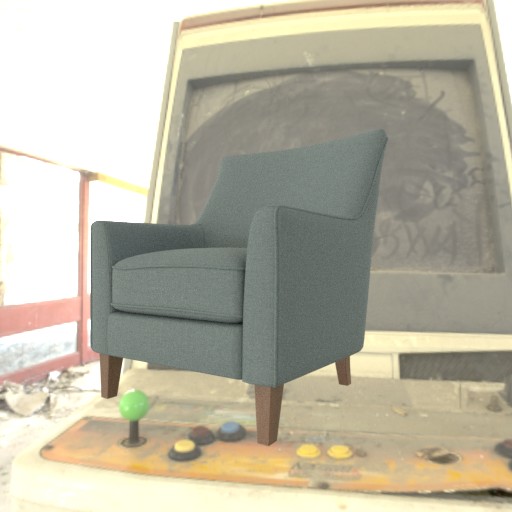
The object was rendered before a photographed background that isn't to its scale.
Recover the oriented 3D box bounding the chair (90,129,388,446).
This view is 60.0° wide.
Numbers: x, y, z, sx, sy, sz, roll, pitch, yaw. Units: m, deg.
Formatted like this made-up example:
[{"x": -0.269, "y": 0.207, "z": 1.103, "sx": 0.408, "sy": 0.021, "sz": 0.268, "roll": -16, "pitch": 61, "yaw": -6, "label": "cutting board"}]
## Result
[{"x": 0.000, "y": 0.000, "z": 1.575, "sx": 0.756, "sy": 0.916, "sz": 0.879, "roll": 0, "pitch": -1, "yaw": 36, "label": "chair"}]
